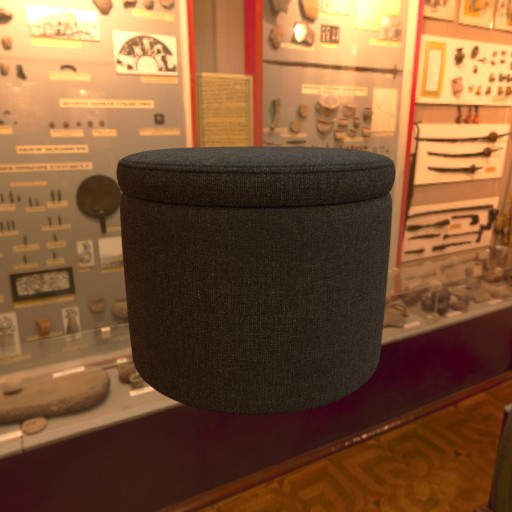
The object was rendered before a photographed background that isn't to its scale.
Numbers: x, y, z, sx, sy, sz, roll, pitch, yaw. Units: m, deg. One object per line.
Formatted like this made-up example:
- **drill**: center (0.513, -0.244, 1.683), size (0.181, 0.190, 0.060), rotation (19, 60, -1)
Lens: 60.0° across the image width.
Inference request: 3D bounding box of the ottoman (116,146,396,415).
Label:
- **ottoman**: center (0.000, 0.000, 0.905), size (0.520, 0.430, 0.520), rotation (0, 16, 0)
